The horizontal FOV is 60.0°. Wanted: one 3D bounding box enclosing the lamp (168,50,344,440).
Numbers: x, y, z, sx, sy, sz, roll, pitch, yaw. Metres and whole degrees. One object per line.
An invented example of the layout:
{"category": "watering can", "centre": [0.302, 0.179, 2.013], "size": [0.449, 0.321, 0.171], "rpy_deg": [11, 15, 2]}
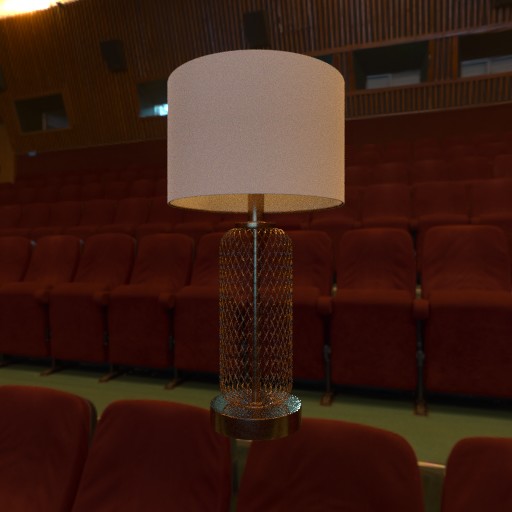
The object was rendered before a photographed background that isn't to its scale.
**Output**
{"category": "lamp", "centre": [0.000, 0.000, 0.644], "size": [0.252, 0.483, 0.252], "rpy_deg": [0, 0, 18]}
